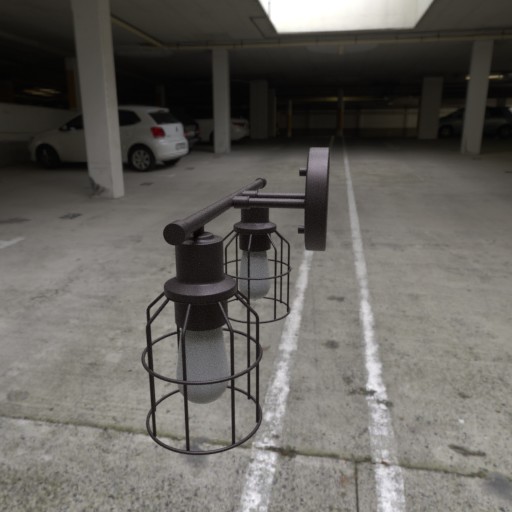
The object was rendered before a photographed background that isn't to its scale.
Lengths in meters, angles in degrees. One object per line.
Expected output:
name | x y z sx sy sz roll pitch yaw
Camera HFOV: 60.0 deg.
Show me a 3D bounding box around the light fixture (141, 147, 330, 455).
light fixture | 0.000 0.000 0.534 0.165 0.254 0.406 3 15 9
